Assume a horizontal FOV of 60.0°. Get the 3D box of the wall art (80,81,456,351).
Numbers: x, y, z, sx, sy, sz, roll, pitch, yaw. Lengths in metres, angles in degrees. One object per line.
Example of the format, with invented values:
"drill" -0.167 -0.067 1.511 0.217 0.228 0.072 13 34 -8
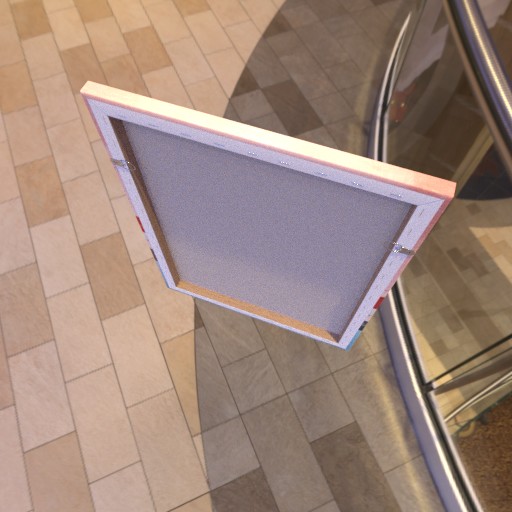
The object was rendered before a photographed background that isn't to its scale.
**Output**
"wall art" 0.000 0.000 1.308 0.761 1.016 0.039 18 64 9
